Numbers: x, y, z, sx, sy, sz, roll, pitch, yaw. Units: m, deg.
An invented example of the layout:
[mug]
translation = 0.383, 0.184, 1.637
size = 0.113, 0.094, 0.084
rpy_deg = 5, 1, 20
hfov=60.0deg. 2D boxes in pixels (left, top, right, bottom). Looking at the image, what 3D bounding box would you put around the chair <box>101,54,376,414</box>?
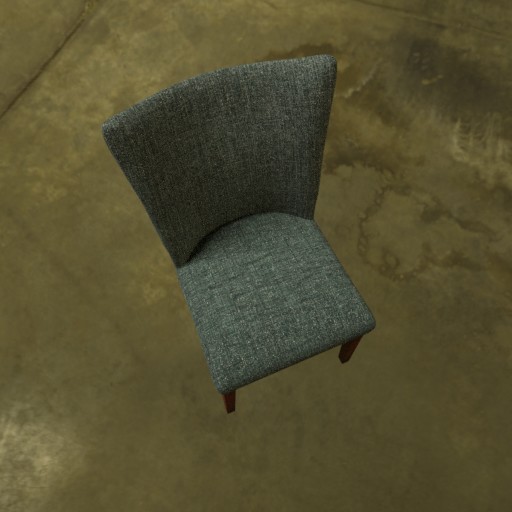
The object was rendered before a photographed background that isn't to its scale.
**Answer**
[chair]
translation = 0.000, 0.000, 1.273
size = 0.535, 0.924, 0.623
rpy_deg = -21, 65, -10
